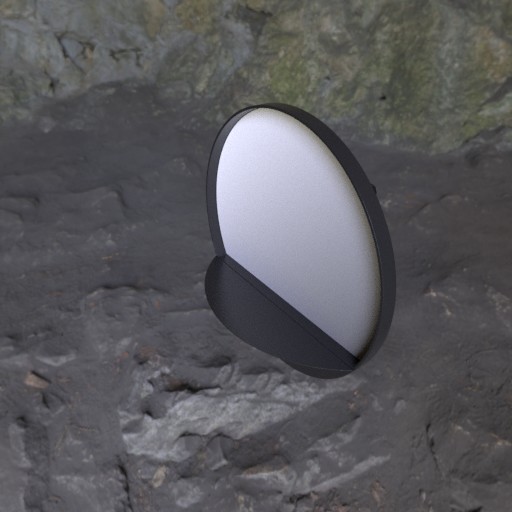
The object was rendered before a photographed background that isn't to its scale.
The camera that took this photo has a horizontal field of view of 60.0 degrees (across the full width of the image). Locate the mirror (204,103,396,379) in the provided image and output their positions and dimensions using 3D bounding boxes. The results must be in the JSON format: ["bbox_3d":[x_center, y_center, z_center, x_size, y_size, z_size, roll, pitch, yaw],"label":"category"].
[{"bbox_3d":[0.000,0.000,0.717,0.133,0.457,0.457,-20,37,-29],"label":"mirror"}]
